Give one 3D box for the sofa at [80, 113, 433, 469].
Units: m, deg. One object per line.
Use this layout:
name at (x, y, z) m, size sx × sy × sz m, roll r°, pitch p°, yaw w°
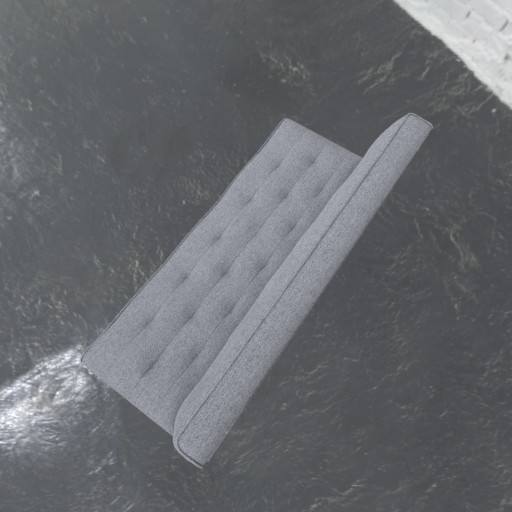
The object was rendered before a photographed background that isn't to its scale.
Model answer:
sofa at (0.000, 0.000, 2.256) m, size 0.810 × 0.830 × 1.820 m, roll 33°, pitch 70°, yaw 14°
